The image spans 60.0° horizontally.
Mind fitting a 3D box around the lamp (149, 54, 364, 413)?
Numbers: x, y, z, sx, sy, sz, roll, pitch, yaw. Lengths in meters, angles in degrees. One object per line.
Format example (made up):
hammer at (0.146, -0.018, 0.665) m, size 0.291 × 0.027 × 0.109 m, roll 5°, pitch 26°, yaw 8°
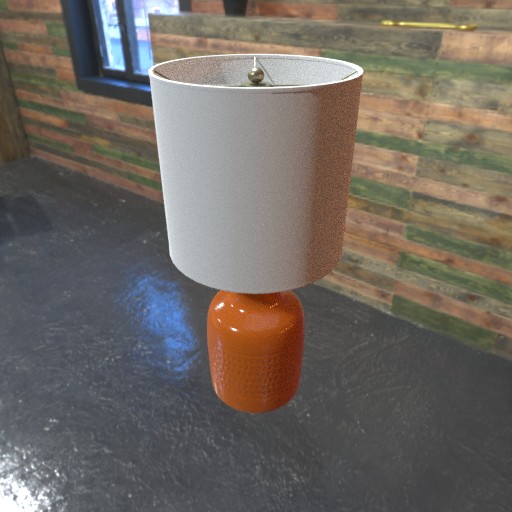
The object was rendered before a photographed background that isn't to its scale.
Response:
lamp at (0.000, 0.000, 1.103) m, size 0.418 × 0.871 × 0.418 m, roll 22°, pitch 38°, yaw 32°
